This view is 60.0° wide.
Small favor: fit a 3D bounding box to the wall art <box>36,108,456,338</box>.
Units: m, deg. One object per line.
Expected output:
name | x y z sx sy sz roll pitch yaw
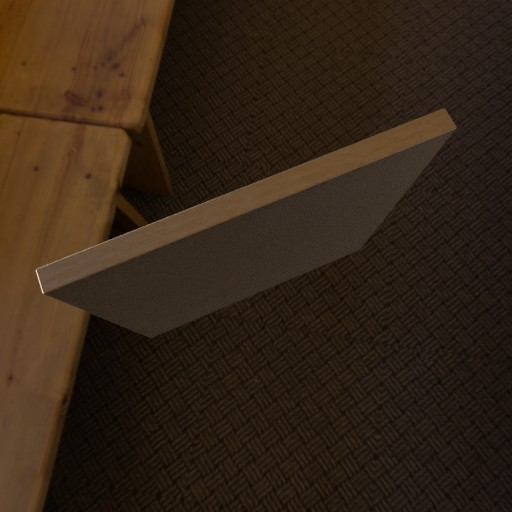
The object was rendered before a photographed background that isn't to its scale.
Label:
wall art | 0.000 0.000 0.742 0.503 0.506 0.030 -22 76 -6
